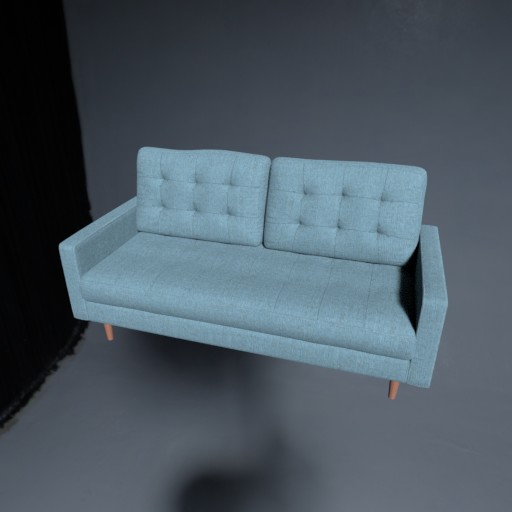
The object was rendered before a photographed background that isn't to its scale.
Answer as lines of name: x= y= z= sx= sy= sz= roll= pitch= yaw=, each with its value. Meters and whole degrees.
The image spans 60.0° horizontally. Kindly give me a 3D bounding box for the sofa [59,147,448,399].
sofa: x=0.000 y=0.000 z=2.602 sx=2.010 sy=1.050 sz=0.966 roll=8 pitch=28 yaw=15
